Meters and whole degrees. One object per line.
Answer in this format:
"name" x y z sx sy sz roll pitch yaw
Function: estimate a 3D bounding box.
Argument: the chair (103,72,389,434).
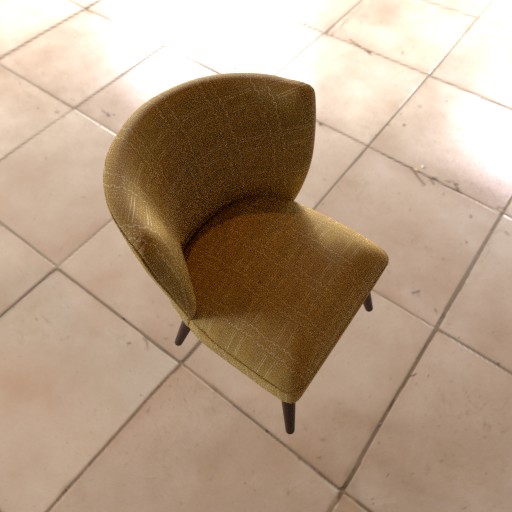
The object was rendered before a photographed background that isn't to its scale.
"chair" 0.000 0.000 1.433 0.758 0.866 0.706 32 63 18
